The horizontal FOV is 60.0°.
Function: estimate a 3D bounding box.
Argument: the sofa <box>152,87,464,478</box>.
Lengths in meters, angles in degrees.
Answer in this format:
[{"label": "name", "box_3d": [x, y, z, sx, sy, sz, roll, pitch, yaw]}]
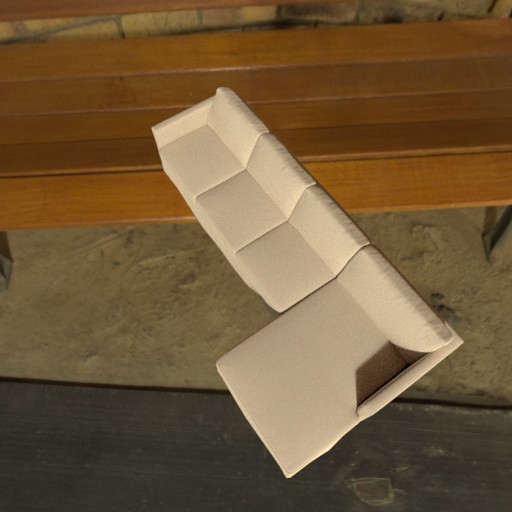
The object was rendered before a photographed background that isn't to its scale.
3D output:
[{"label": "sofa", "box_3d": [0.000, 0.000, 3.890, 1.622, 0.871, 3.206, -32, 68, -14]}]
